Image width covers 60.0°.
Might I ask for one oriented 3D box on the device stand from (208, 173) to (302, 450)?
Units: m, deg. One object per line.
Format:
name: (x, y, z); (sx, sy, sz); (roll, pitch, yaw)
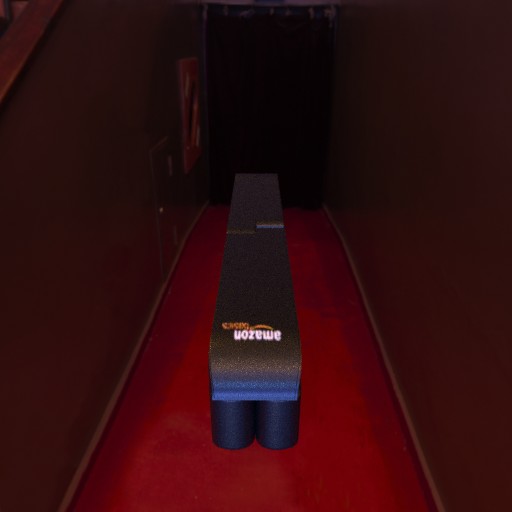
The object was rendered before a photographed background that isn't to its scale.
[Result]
device stand: (0.000, 0.000, 0.192); (0.026, 0.030, 0.179); (0, 27, 0)
